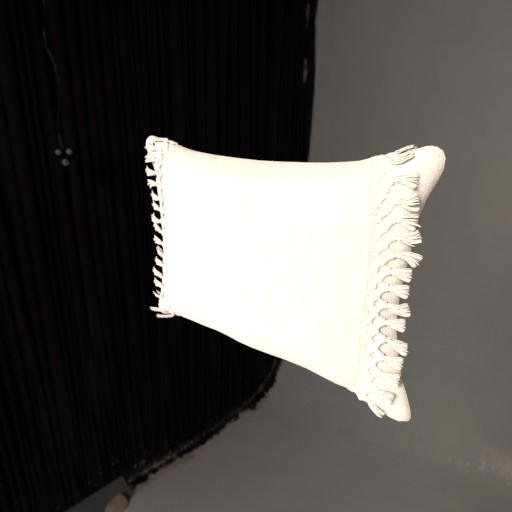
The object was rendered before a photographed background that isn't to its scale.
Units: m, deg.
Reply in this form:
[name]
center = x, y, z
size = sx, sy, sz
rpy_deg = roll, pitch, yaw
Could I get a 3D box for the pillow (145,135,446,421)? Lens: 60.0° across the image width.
[pillow]
center = 0.000, 0.000, 0.594
size = 0.466, 0.305, 0.084
rpy_deg = 15, 23, 40
